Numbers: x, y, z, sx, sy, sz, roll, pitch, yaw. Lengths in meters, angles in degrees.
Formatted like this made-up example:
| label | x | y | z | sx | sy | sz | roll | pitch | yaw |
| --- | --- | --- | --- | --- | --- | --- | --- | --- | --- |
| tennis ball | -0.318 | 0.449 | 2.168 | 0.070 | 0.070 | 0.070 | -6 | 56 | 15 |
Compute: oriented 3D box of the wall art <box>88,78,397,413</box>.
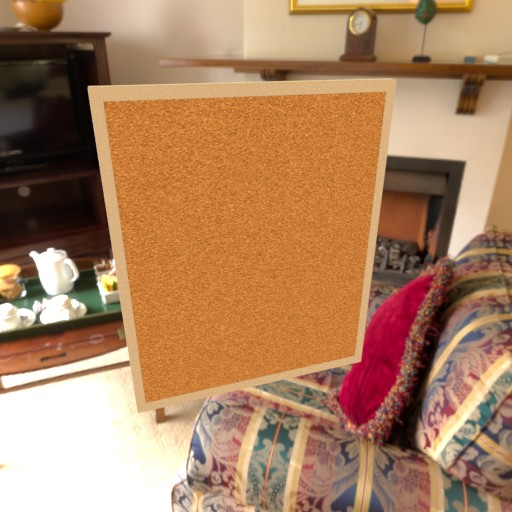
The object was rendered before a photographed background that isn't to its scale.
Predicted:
| label | x | y | z | sx | sy | sz | roll | pitch | yaw |
| --- | --- | --- | --- | --- | --- | --- | --- | --- | --- |
| wall art | 0.000 | 0.000 | 0.733 | 0.444 | 0.536 | 0.020 | -8 | 27 | -17 |
